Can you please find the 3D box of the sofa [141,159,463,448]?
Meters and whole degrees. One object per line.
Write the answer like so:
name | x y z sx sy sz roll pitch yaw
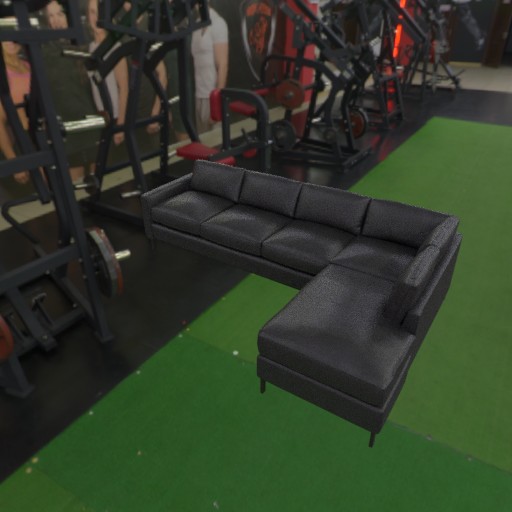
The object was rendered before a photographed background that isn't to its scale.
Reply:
sofa | 0.000 0.000 3.843 2.984 0.877 1.938 18 34 29
